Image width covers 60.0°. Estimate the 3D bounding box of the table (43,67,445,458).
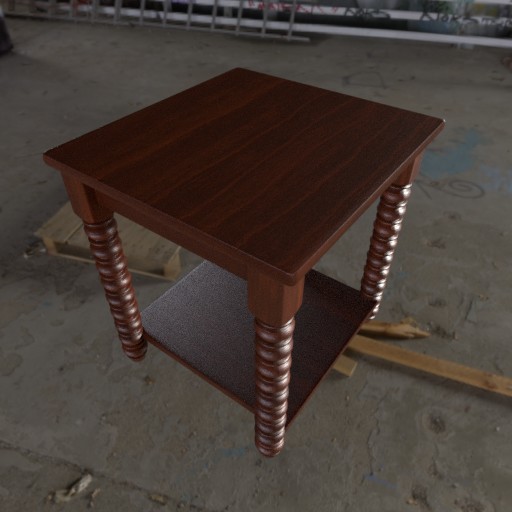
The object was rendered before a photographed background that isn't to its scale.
[{"bbox_3d":[0.000,0.000,0.969,0.500,0.567,0.533,26,47,27],"label":"table"}]
